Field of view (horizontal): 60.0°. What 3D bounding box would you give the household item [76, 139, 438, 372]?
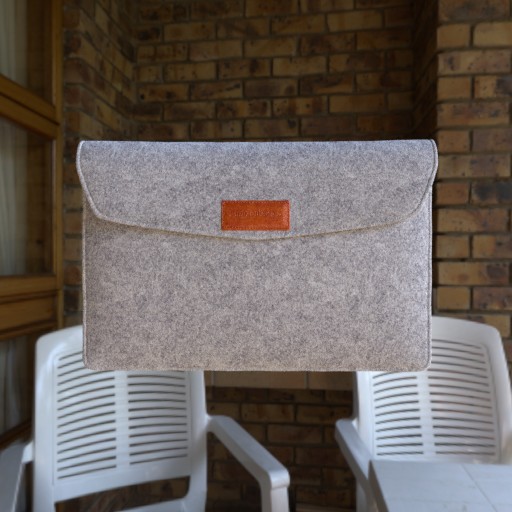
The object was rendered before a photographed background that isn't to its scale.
[{"bbox_3d":[0.000,0.000,0.425,0.335,0.221,0.057,0,0,1],"label":"household item"}]
